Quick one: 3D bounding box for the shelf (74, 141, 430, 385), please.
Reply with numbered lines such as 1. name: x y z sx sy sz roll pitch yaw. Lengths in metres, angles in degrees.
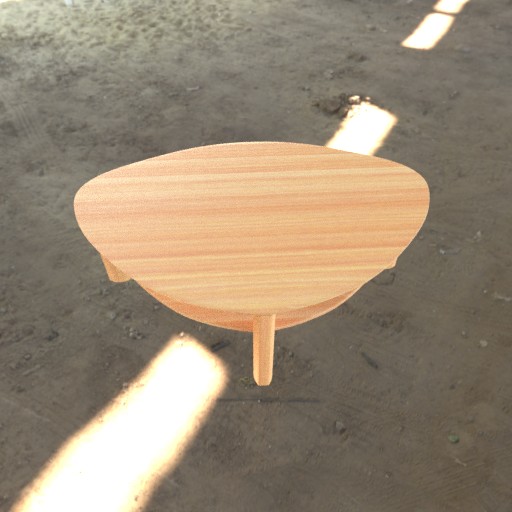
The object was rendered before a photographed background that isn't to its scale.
1. shelf: 0.000 0.000 1.648 1.246 0.440 0.845 -3 47 -3
